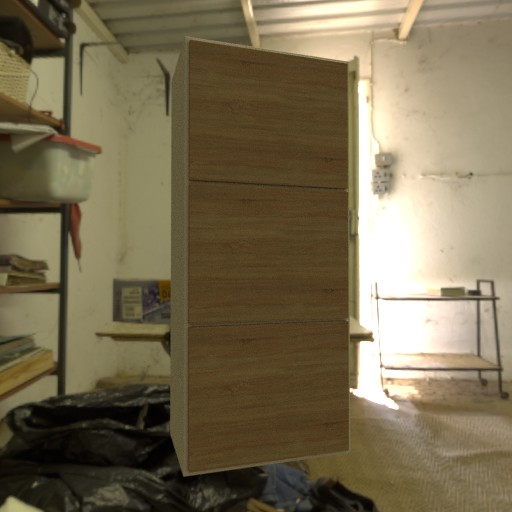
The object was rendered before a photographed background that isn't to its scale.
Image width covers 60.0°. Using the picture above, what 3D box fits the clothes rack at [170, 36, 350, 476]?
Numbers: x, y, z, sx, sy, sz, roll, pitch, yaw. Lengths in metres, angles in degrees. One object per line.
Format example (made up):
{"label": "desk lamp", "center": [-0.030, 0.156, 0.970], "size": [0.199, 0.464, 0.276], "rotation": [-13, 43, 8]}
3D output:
{"label": "clothes rack", "center": [0.000, 0.000, 1.413], "size": [0.500, 1.187, 0.331], "rotation": [0, -1, -17]}
